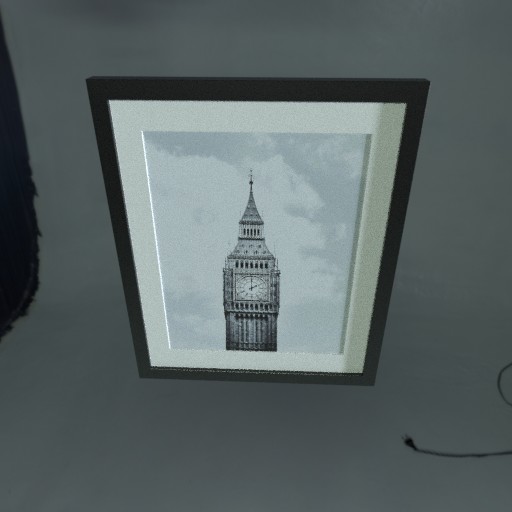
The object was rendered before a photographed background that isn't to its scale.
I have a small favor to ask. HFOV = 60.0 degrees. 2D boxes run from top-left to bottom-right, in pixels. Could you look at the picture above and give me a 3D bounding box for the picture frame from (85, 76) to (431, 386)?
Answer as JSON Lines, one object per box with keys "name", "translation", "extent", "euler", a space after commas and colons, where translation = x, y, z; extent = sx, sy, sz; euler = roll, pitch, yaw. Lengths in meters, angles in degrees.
{"name": "picture frame", "translation": [0.000, 0.000, 0.741], "extent": [0.460, 0.556, 0.028], "euler": [1, 30, 2]}
